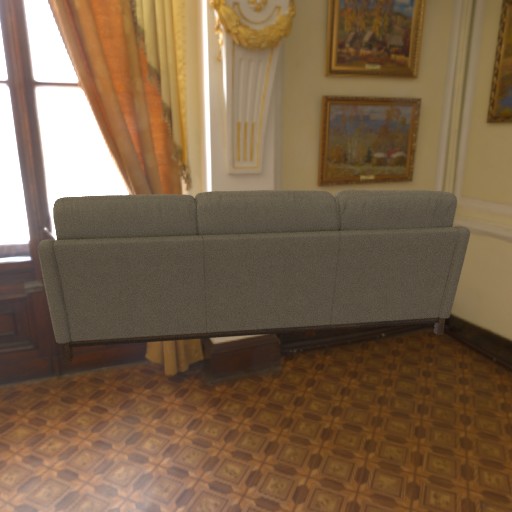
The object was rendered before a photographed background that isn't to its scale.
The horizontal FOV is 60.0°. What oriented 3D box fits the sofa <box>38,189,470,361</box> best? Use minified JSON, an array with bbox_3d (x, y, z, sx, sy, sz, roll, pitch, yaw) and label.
[{"bbox_3d":[0.000,0.000,2.863,2.344,0.926,0.987,-2,15,-8],"label":"sofa"}]
